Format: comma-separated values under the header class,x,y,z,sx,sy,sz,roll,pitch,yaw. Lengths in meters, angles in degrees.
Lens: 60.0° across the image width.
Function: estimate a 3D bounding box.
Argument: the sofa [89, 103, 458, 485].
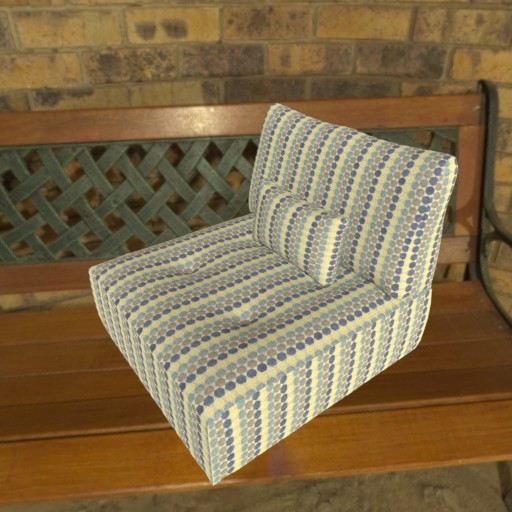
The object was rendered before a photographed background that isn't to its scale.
class,x,y,z,sx,sy,sz,roll,pitch,yaw
sofa,0.000,0.000,1.656,1.000,0.830,0.930,-22,38,-31
